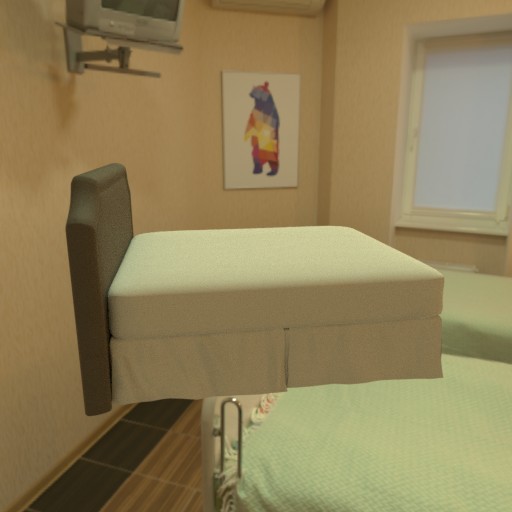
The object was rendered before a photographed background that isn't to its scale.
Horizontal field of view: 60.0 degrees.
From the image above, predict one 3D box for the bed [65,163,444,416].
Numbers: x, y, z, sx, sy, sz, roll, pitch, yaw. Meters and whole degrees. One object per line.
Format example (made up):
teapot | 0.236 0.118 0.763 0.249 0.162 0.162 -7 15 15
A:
bed | 0.000 0.000 3.259 2.181 1.297 1.831 -2 15 -10
